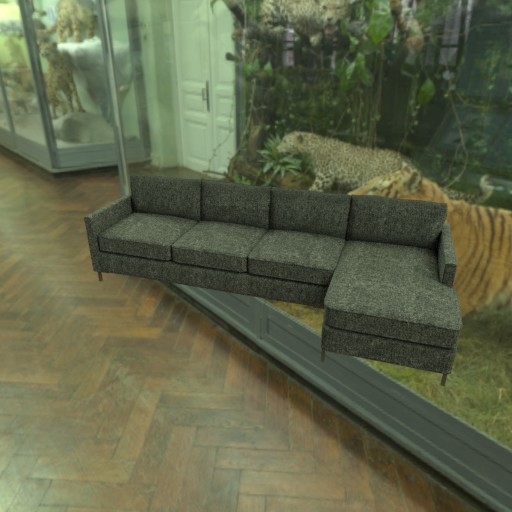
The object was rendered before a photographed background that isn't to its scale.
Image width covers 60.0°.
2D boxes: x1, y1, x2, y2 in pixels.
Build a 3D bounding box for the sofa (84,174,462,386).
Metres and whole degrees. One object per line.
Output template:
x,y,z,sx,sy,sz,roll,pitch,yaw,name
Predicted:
0.000,0.000,4.053,3.384,0.970,1.488,8,27,16,sofa
